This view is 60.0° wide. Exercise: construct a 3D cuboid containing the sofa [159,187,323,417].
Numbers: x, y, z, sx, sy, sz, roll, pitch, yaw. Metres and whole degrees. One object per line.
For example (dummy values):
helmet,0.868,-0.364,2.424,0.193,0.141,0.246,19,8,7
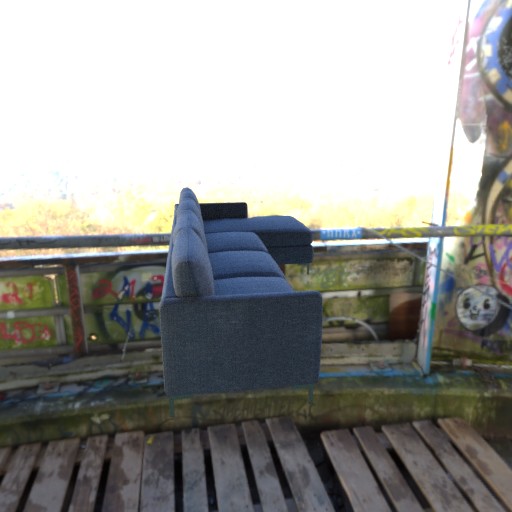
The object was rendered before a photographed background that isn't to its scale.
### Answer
sofa,0.000,0.000,3.562,1.350,0.810,2.932,-2,16,-8
